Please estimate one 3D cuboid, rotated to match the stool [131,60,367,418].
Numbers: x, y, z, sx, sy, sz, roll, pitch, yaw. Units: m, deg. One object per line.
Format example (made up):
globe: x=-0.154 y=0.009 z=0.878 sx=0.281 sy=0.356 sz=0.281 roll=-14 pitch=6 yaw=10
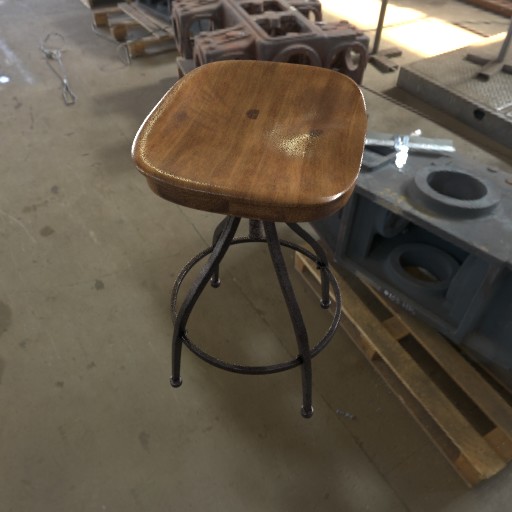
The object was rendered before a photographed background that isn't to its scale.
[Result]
stool: x=0.000 y=0.000 z=0.995 sx=0.424 sy=0.694 sz=0.432 roll=10 pitch=47 yaw=9
